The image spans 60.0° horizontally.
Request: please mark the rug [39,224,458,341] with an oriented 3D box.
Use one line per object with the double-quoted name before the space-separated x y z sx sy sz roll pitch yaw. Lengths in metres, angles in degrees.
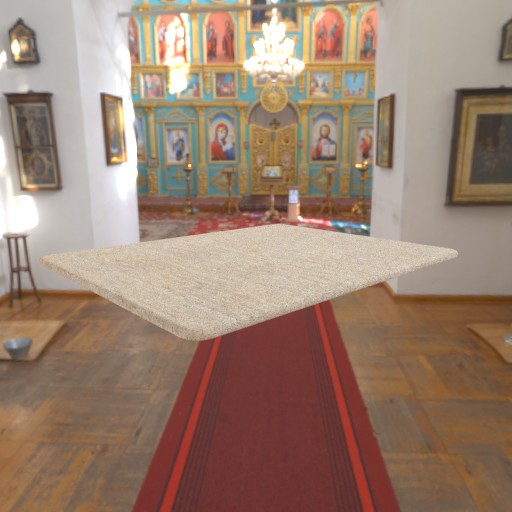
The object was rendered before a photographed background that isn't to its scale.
"rug" 0.000 0.000 3.345 2.528 0.048 2.009 -11 17 -41
